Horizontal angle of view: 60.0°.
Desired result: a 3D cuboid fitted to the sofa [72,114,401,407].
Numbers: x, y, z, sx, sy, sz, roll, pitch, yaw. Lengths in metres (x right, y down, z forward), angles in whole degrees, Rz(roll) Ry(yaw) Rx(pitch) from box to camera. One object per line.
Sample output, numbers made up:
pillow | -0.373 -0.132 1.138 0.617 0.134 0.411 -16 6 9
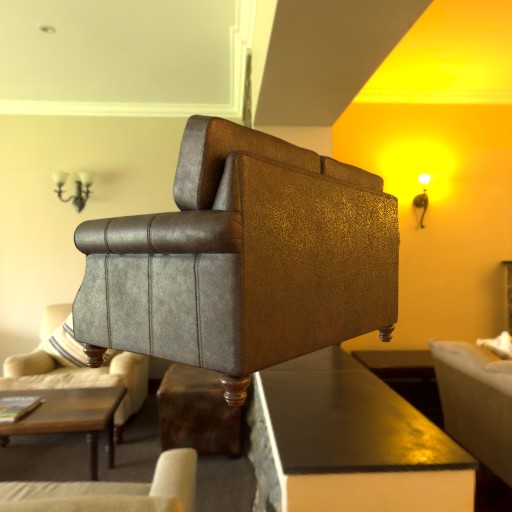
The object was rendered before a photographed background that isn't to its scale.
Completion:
sofa | 0.000 0.000 2.252 0.990 0.976 1.616 0 0 37
